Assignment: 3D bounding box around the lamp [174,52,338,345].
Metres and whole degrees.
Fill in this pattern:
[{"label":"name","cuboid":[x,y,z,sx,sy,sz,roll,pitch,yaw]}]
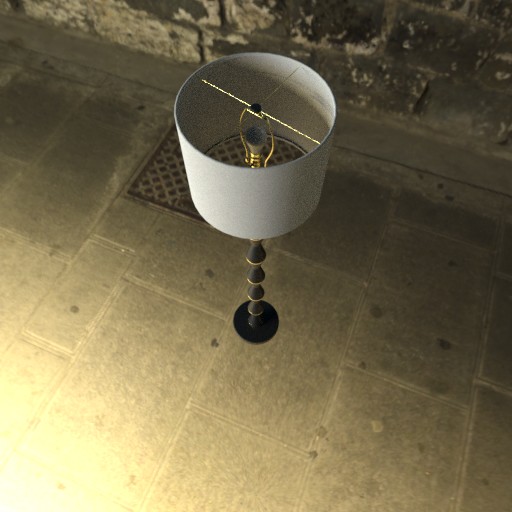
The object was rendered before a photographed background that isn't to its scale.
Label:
[{"label":"lamp","cuboid":[0.000,0.000,1.685,0.381,1.480,0.381,33,67,17]}]
